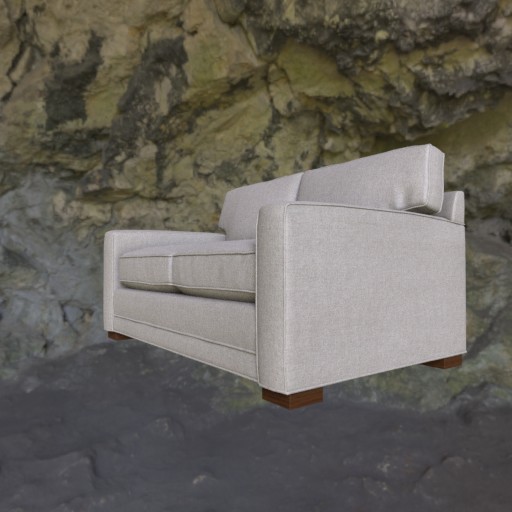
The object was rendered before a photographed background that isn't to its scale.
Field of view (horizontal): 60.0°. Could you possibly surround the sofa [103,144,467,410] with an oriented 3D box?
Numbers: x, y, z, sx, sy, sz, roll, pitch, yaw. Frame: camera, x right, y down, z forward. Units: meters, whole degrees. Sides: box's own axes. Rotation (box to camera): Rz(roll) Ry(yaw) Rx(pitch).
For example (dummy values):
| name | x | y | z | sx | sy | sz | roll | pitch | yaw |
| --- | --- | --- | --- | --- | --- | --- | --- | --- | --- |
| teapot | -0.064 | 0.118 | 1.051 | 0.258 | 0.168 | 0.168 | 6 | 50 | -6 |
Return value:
| name | x | y | z | sx | sy | sz | roll | pitch | yaw |
| --- | --- | --- | --- | --- | --- | --- | --- | --- | --- |
| sofa | 0.000 | 0.000 | 2.032 | 0.940 | 0.853 | 1.484 | 1 | -1 | -37 |
